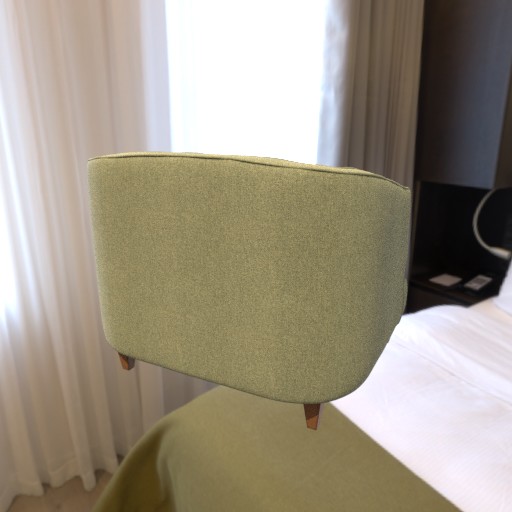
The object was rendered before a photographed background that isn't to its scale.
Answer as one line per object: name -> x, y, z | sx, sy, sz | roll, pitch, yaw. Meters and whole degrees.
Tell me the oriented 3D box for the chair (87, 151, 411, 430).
chair -> 0.000, 0.000, 1.780 | 1.094, 0.852, 0.945 | 8, 18, 26
